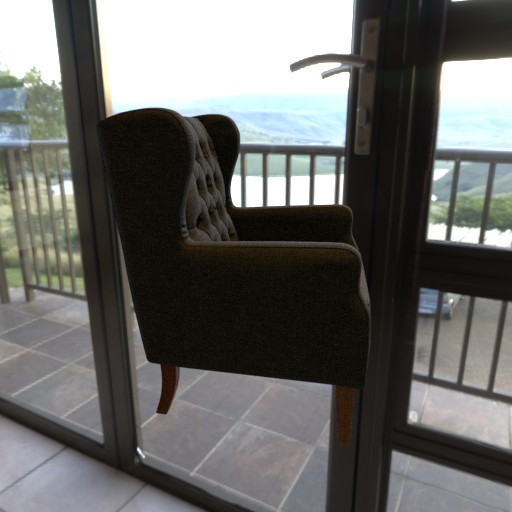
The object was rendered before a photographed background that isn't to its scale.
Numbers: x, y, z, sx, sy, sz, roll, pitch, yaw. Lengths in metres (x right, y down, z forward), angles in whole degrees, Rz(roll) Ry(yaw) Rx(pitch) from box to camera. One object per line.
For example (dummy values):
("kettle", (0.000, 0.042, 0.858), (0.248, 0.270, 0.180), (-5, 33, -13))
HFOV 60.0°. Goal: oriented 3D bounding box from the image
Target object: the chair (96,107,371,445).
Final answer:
("chair", (0.000, 0.000, 1.530), (0.775, 0.953, 0.711), (3, 16, 9))
